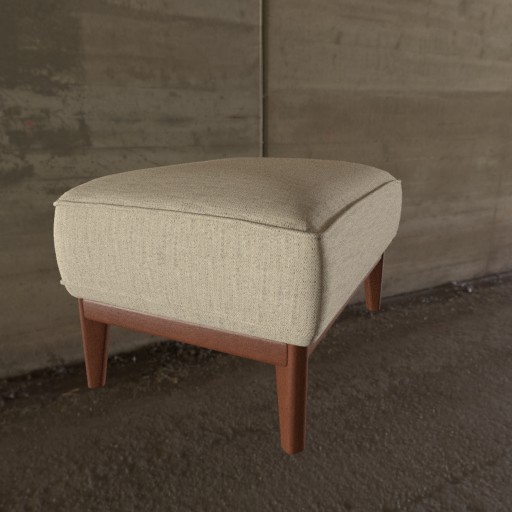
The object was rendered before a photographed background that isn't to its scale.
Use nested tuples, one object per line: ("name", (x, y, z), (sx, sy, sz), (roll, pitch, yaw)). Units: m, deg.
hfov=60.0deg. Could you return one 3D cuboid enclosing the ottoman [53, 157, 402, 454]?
("ottoman", (0.000, 0.000, 1.124), (0.594, 0.465, 0.794), (8, 18, 25))
